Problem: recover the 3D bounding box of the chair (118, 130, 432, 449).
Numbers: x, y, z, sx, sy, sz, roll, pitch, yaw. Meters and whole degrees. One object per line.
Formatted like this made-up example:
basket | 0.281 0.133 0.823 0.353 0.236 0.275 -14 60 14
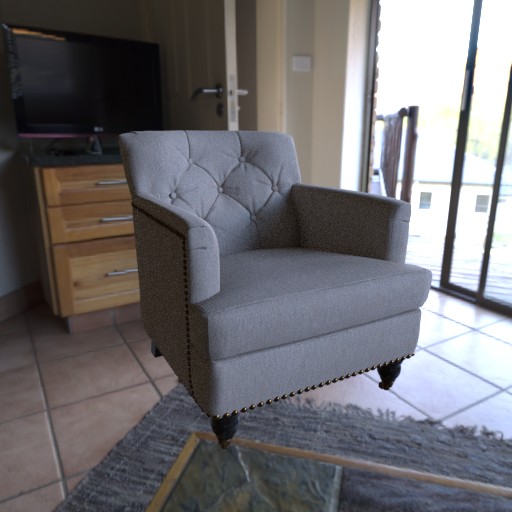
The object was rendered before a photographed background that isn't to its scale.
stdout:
chair | 0.000 0.000 1.506 0.737 0.823 0.902 -8 18 -27
